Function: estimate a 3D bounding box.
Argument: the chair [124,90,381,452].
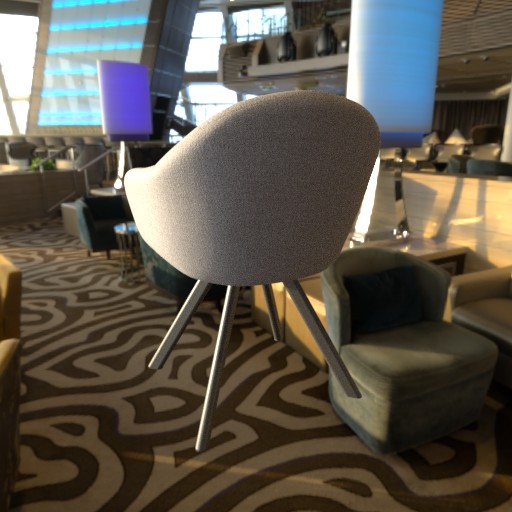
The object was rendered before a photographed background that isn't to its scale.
[{"bbox_3d":[0.000,0.000,1.185,0.590,0.795,0.550,-8,17,-26],"label":"chair"}]
